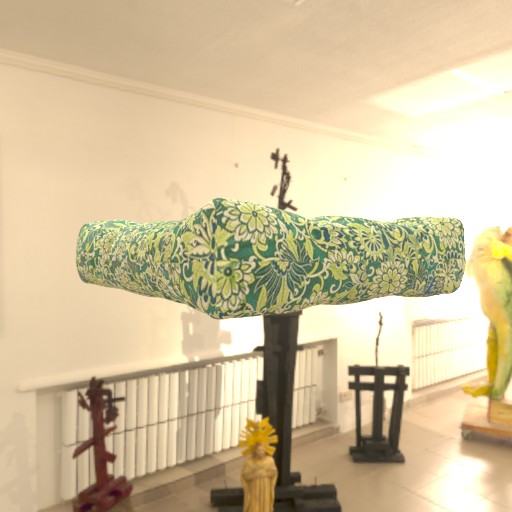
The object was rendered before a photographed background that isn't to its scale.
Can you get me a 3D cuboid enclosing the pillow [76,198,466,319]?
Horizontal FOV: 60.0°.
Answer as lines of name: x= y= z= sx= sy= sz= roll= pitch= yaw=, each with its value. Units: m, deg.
pillow: x=0.000 y=0.000 z=0.731 sx=0.468 sy=0.128 sz=0.490 roll=-1 pitch=1 yaw=-37
